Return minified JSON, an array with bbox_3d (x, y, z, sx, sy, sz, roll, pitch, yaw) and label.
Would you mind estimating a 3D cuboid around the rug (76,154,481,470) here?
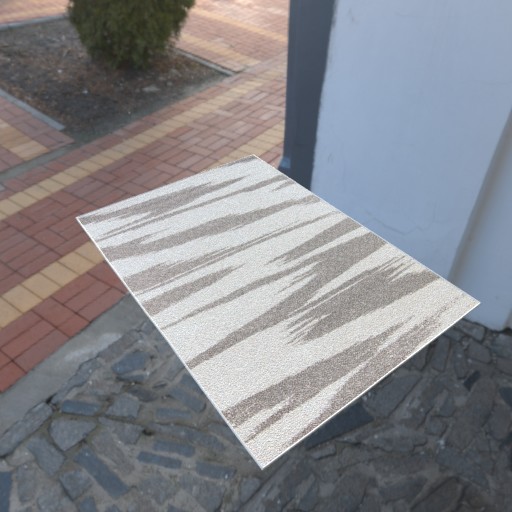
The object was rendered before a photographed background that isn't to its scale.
[{"bbox_3d":[0.000,0.000,2.760,1.533,0.010,2.142,-26,47,-27],"label":"rug"}]
